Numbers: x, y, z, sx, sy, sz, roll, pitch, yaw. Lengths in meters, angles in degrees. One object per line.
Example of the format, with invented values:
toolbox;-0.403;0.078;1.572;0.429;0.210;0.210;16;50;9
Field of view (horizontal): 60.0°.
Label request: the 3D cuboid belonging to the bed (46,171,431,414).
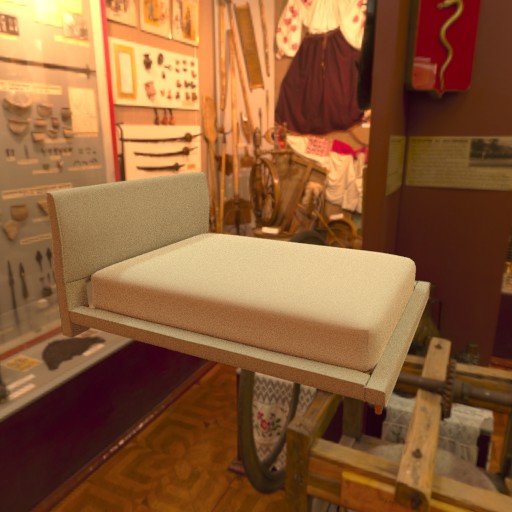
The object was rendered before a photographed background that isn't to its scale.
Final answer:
bed;0.000;0.000;3.380;2.368;1.067;1.840;8;17;26
